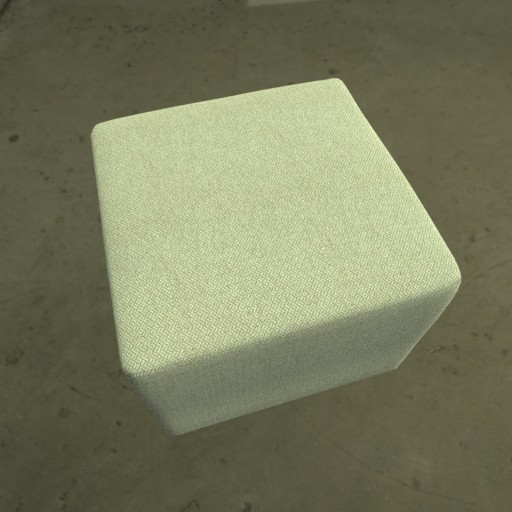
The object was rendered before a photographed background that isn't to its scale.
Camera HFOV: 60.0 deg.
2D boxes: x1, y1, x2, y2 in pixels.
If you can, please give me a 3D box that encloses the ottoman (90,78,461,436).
[{"bbox_3d":[0.000,0.000,0.901,0.521,0.453,0.512,-14,58,-9],"label":"ottoman"}]
